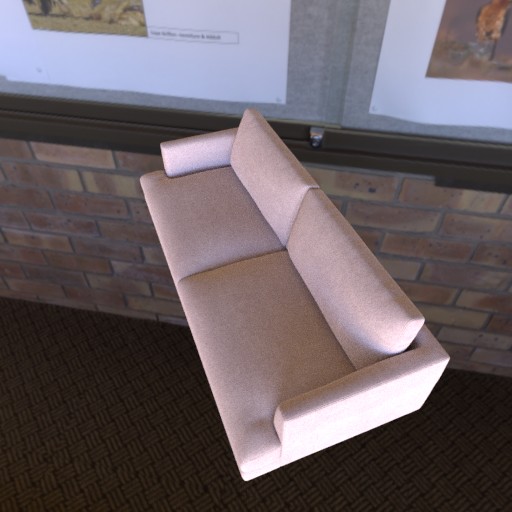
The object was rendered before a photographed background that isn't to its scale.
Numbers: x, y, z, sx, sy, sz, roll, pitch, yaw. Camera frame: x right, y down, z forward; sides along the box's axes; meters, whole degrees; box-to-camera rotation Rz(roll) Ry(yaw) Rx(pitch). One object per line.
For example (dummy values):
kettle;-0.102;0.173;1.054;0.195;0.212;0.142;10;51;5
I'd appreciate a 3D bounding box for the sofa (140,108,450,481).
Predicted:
sofa;0.000;0.000;2.734;1.020;0.868;2.250;-16;48;-15
